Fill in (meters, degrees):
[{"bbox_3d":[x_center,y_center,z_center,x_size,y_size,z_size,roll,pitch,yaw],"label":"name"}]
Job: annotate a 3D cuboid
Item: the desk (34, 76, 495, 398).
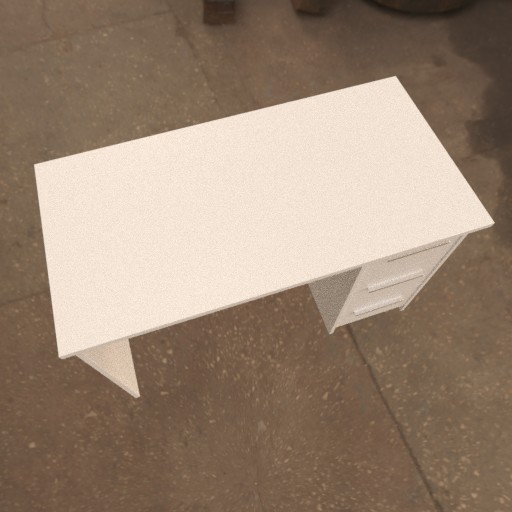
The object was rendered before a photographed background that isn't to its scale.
[{"bbox_3d":[0.000,0.000,1.499,1.097,0.735,0.560,-16,64,-8],"label":"desk"}]
